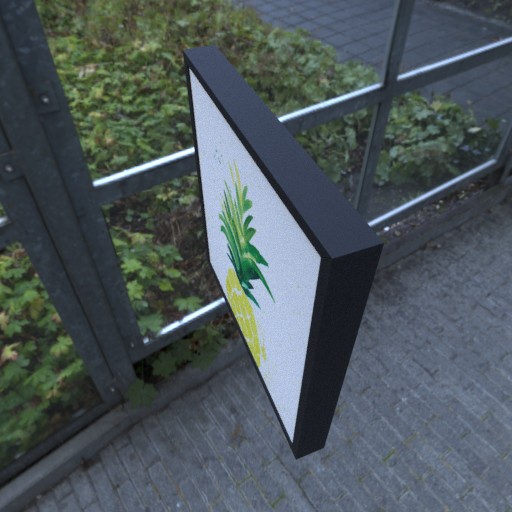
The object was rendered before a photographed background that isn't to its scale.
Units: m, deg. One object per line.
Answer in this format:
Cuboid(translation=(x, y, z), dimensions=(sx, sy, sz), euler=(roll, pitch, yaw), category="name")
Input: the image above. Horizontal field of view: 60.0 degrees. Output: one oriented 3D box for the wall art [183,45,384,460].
Cuboid(translation=(0.000, 0.000, 0.452), dimensions=(0.033, 0.304, 0.305), euler=(-16, 48, -15), category="wall art")
